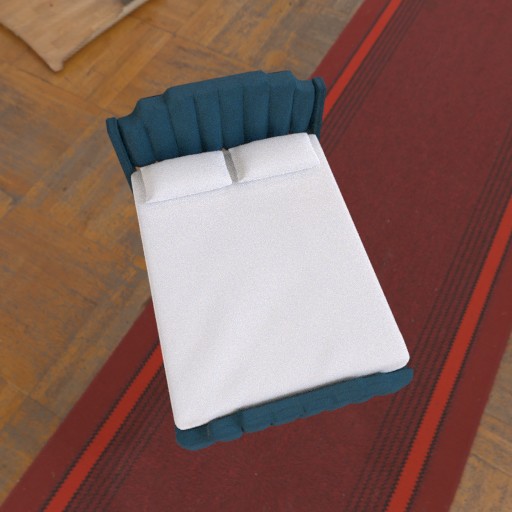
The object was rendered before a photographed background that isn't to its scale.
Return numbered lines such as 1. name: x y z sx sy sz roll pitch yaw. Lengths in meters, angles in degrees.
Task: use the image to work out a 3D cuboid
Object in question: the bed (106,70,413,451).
1. bed: 0.000 0.000 3.292 1.676 1.351 2.322 -14 65 -7
